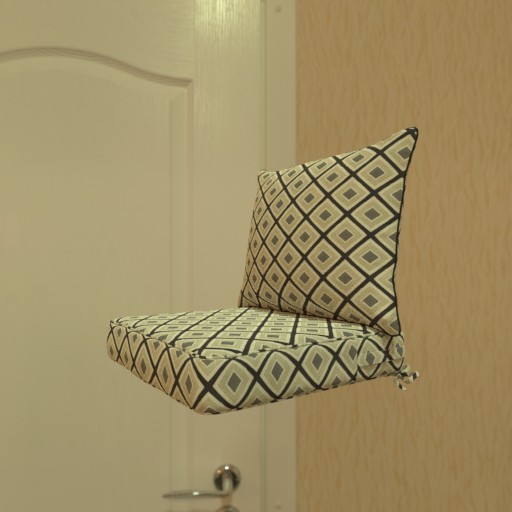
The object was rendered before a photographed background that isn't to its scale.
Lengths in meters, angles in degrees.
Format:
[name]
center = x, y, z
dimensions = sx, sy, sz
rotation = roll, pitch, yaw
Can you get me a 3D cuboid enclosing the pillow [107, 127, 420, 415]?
[pillow]
center = 0.000, 0.000, 1.371
dimensions = 0.733, 0.722, 0.798
rotation = 0, 0, -35
